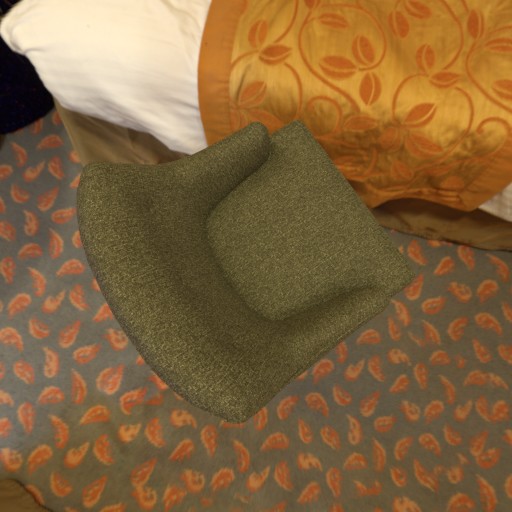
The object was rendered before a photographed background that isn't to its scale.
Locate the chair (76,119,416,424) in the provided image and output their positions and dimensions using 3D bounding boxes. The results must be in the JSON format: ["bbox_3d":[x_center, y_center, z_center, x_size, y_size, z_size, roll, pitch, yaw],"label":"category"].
[{"bbox_3d":[0.000,0.000,1.614,0.923,0.856,0.864,-32,78,-8],"label":"chair"}]
